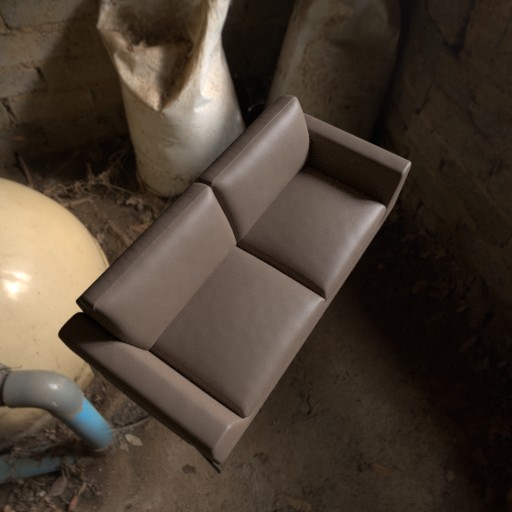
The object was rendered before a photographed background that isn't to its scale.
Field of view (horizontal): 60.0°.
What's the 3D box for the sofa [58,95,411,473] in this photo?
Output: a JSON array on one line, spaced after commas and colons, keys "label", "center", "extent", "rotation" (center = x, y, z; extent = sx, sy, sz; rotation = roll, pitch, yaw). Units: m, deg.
[{"label": "sofa", "center": [0.000, 0.000, 2.548], "extent": [0.953, 0.875, 2.017], "rotation": [31, 63, 17]}]
